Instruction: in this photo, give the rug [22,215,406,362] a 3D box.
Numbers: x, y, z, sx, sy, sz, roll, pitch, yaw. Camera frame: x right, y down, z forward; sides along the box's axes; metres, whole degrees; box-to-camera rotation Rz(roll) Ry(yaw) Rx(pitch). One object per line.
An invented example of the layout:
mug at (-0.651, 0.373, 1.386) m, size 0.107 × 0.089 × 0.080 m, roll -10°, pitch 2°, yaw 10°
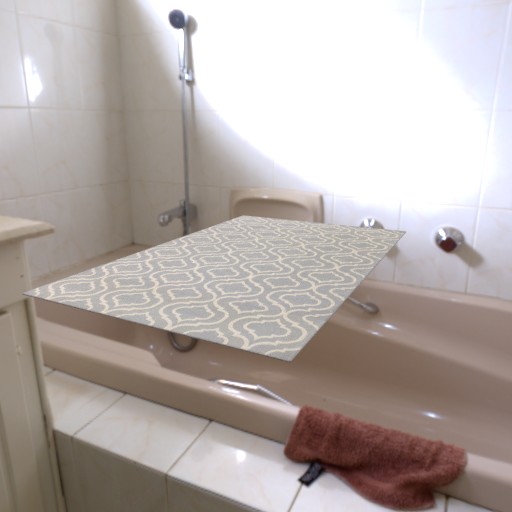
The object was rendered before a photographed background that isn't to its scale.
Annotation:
rug at (0.000, 0.000, 2.211) m, size 1.141 × 0.015 × 1.749 m, roll 9°, pitch 19°, yaw 27°
